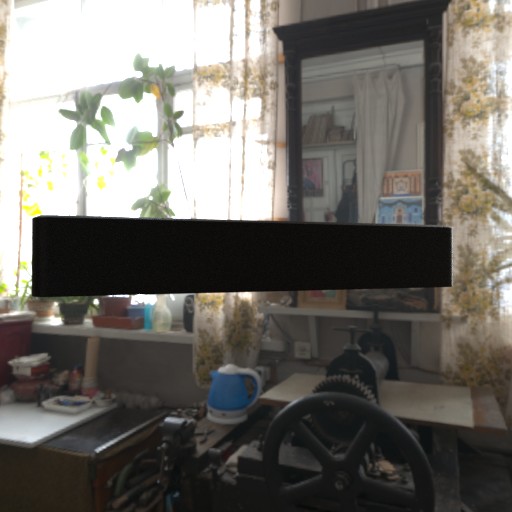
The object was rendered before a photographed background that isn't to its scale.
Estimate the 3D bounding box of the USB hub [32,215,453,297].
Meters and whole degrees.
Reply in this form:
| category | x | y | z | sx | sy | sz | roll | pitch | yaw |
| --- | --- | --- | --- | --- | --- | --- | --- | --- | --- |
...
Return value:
| category | x | y | z | sx | sy | sz | roll | pitch | yaw |
| --- | --- | --- | --- | --- | --- | --- | --- | --- | --- |
| USB hub | 0.000 | 0.000 | 0.165 | 0.145 | 0.023 | 0.044 | 0 | 0 | -18 |
